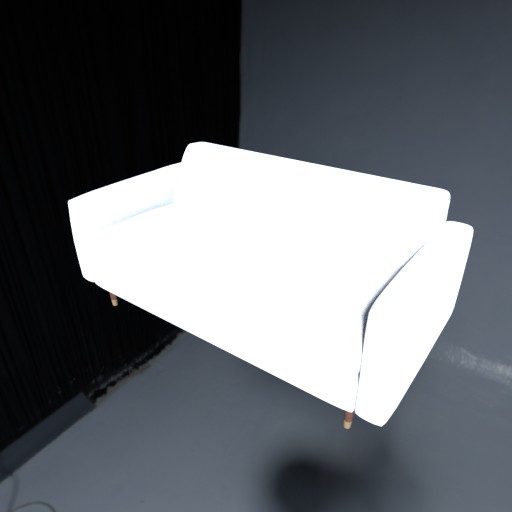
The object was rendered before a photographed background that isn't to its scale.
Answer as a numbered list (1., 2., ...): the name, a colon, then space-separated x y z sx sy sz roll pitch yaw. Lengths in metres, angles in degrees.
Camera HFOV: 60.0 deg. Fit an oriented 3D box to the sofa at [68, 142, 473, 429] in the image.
1. sofa: 0.000 0.000 2.353 1.895 0.814 0.969 19 34 31
